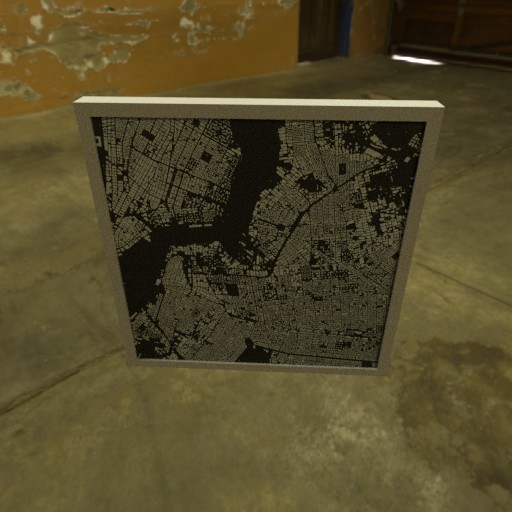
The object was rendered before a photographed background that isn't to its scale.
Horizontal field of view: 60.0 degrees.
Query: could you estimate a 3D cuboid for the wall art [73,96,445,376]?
[{"bbox_3d":[0.000,0.000,0.750,0.506,0.506,0.038,2,32,3],"label":"wall art"}]
